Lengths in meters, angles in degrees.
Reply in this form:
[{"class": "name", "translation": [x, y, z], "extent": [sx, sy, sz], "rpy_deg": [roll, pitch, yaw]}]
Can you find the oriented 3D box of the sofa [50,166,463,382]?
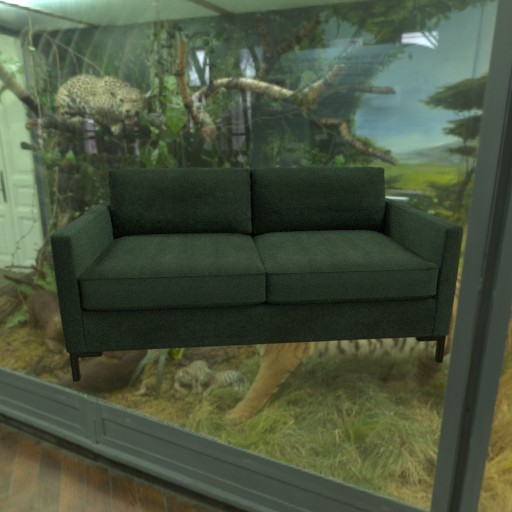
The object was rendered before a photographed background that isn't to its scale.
[{"class": "sofa", "translation": [0.000, 0.000, 2.190], "extent": [1.676, 0.817, 0.875], "rpy_deg": [-2, 16, -5]}]
